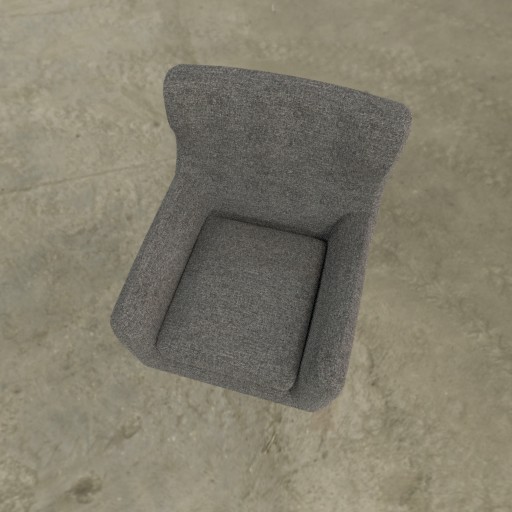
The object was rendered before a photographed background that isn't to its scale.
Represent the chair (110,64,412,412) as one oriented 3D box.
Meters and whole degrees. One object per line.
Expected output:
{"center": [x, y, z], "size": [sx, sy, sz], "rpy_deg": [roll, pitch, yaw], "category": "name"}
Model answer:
{"center": [0.000, 0.000, 1.772], "size": [0.889, 1.039, 0.940], "rpy_deg": [13, 60, 8], "category": "chair"}
